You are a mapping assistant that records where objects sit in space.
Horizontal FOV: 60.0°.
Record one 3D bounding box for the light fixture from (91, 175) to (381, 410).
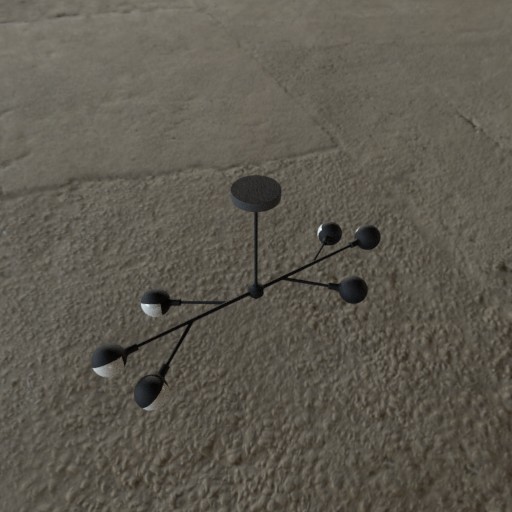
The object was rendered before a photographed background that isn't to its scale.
[{"bbox_3d":[0.000,0.000,1.003,0.778,0.362,0.434,-12,44,-13],"label":"light fixture"}]
